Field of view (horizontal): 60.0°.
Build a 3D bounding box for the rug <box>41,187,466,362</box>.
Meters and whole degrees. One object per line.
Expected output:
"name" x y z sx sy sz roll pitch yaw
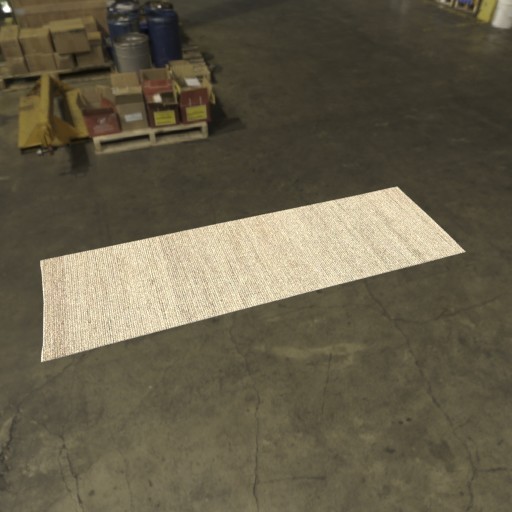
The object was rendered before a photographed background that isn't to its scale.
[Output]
"rug" 0.000 0.000 2.600 2.390 0.014 0.741 -13 44 -14
